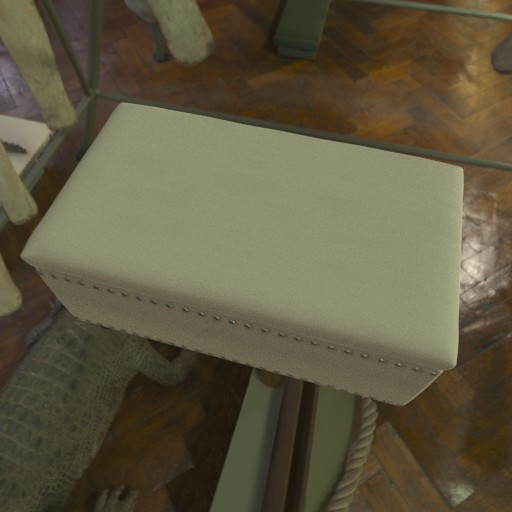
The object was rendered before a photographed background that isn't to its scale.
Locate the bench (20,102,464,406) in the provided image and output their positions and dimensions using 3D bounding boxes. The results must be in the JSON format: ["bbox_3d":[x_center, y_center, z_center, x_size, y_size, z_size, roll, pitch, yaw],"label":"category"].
[{"bbox_3d":[0.000,0.000,1.145,0.887,0.449,0.500,13,59,8],"label":"bench"}]
